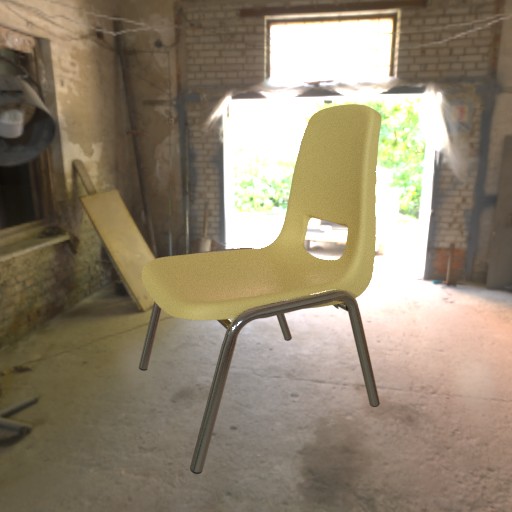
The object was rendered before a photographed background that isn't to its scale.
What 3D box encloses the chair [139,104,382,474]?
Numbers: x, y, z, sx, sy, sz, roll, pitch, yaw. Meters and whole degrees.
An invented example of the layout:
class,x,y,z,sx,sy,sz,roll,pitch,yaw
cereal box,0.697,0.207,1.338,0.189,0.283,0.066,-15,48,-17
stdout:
class,x,y,z,sx,sy,sz,roll,pitch,yaw
chair,0.000,0.000,0.810,0.385,0.536,0.354,-7,16,-26
